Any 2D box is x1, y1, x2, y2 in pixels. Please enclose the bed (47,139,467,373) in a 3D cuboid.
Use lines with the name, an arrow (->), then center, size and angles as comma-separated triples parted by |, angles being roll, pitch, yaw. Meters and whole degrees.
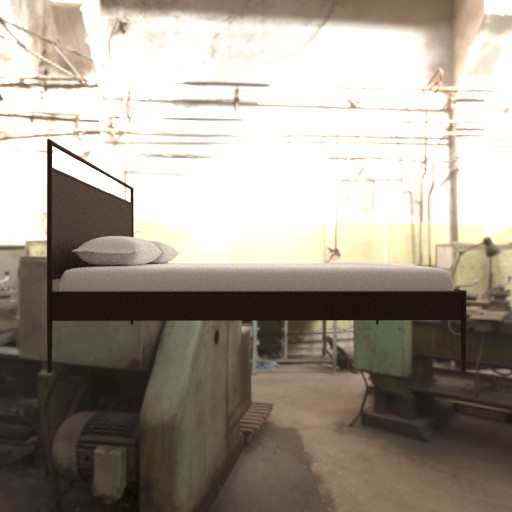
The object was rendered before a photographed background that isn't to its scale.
bed -> 0.000, 0.000, 3.018 | 2.122, 1.173, 1.572 | 0, 0, -1
